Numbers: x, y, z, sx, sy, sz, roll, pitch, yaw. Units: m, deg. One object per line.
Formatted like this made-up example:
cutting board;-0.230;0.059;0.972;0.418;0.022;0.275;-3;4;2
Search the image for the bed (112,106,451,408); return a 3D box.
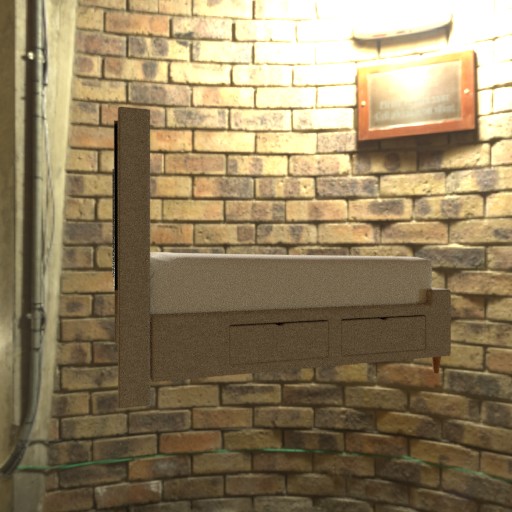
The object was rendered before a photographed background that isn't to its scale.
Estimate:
bed;0.000;0.000;3.868;2.372;1.748;2.044;0;0;-18
